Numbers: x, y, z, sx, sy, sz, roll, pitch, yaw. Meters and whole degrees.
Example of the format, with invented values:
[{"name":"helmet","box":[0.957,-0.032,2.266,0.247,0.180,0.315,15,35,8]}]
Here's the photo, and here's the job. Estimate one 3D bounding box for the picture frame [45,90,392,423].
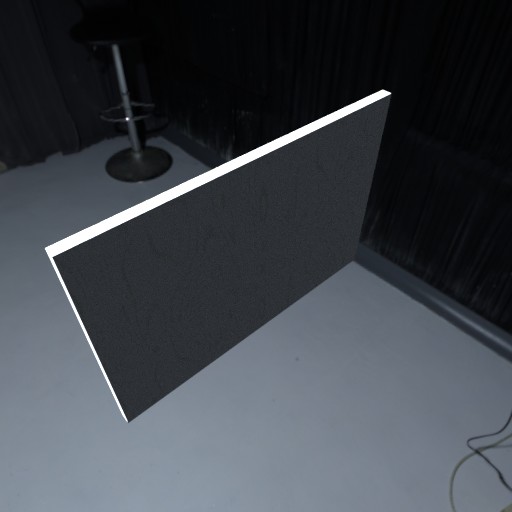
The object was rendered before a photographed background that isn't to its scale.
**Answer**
[{"name":"picture frame","box":[0.000,0.000,1.212,0.950,0.640,0.029,-32,53,-28]}]
